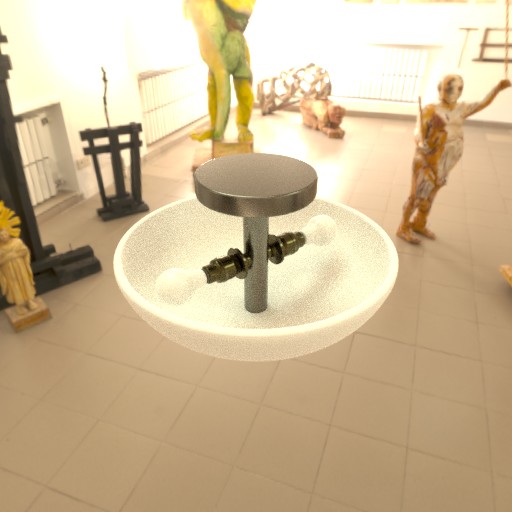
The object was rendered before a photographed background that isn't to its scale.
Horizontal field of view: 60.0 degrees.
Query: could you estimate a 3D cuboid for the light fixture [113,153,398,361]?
[{"bbox_3d":[0.000,0.000,0.540,0.330,0.214,0.330,0,31,0],"label":"light fixture"}]
